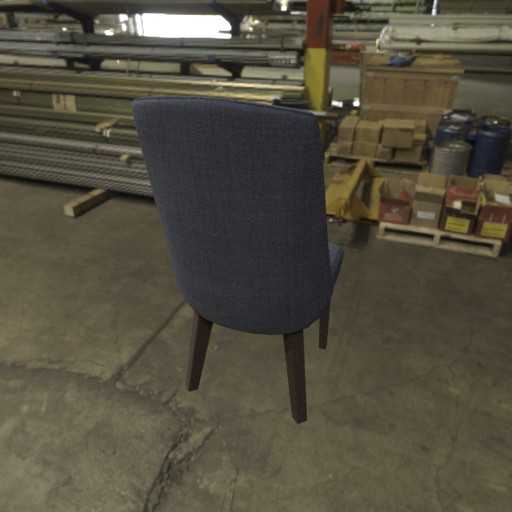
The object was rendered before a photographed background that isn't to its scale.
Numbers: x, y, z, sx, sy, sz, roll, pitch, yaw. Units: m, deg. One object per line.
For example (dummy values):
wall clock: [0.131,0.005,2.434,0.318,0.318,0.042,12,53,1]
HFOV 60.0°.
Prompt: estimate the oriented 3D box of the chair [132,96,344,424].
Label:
chair: [0.000,0.000,1.382,0.510,1.050,0.577,11,32,17]
